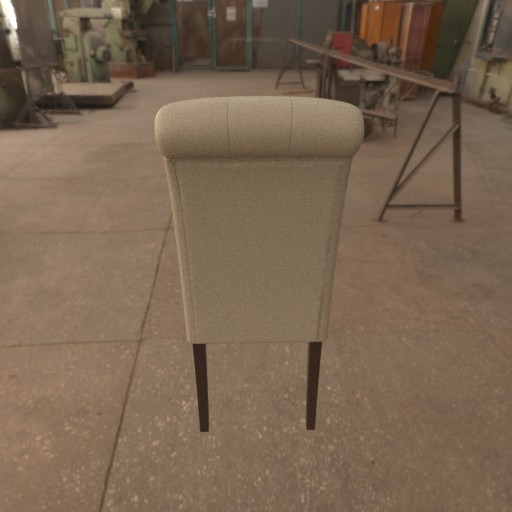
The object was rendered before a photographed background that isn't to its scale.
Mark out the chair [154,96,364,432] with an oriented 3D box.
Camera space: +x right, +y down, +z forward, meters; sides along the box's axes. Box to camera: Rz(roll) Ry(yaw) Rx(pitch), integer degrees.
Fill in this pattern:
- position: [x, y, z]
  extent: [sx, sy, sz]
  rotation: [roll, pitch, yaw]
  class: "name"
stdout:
- position: [0.000, 0.000, 1.348]
  extent: [0.456, 1.006, 0.671]
  rotation: [-1, 28, -1]
  class: "chair"
